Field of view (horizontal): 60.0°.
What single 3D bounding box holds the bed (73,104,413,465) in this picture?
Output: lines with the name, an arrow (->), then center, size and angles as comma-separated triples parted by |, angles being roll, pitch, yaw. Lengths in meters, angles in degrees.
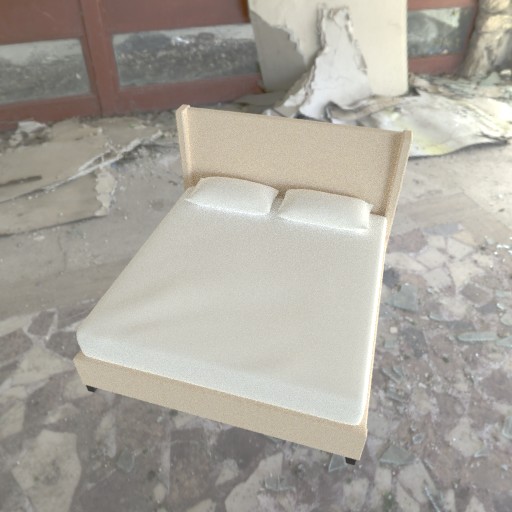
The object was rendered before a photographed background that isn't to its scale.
bed -> 0.000, 0.000, 3.655 | 2.145, 1.471, 2.293 | 11, 41, 12
